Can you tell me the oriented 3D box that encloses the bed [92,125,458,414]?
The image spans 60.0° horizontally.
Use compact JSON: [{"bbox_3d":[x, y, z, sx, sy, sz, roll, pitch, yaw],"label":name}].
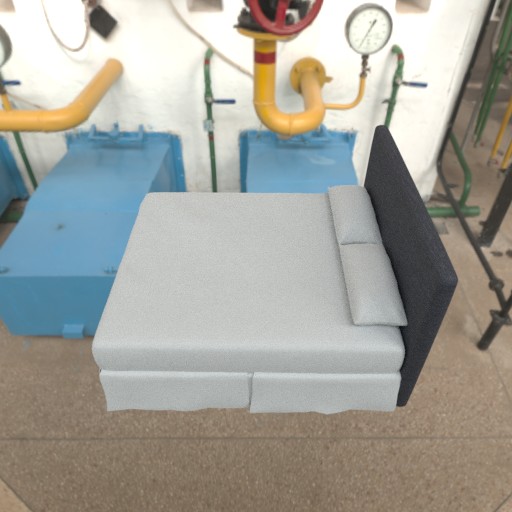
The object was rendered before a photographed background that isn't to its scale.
[{"bbox_3d":[0.000,0.000,3.375,2.142,1.330,1.884,1,41,1],"label":"bed"}]
